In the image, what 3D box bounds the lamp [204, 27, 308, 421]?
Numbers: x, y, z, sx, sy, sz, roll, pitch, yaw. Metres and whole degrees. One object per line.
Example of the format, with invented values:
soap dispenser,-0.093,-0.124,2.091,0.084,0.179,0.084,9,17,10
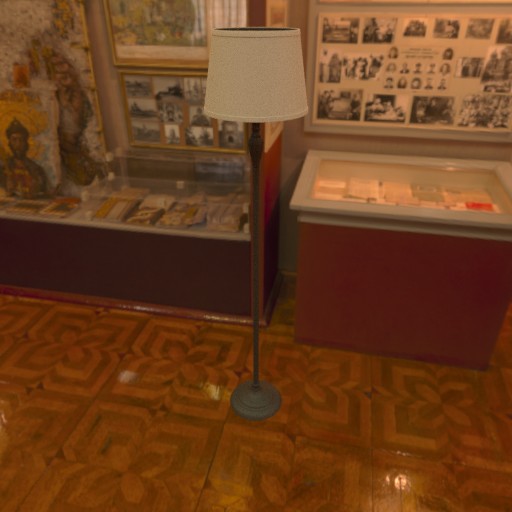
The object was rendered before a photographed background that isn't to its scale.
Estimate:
lamp,0.000,0.000,1.650,0.327,1.506,0.327,7,30,12
